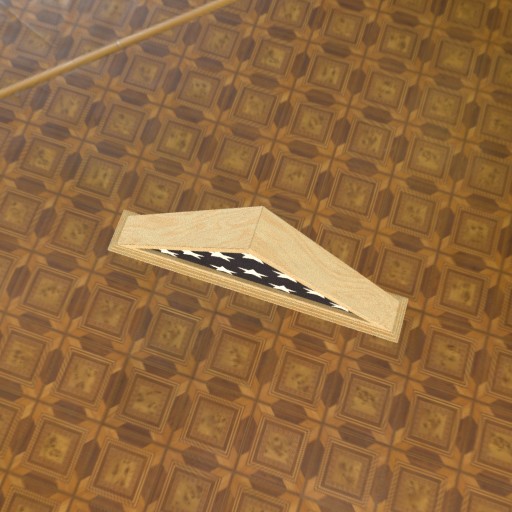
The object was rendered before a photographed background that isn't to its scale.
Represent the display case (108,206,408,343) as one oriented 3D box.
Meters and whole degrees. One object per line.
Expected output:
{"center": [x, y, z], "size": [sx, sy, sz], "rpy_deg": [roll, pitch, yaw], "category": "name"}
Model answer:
{"center": [0.000, 0.000, 0.780], "size": [0.640, 0.340, 0.095], "rpy_deg": [17, 77, 4], "category": "display case"}
